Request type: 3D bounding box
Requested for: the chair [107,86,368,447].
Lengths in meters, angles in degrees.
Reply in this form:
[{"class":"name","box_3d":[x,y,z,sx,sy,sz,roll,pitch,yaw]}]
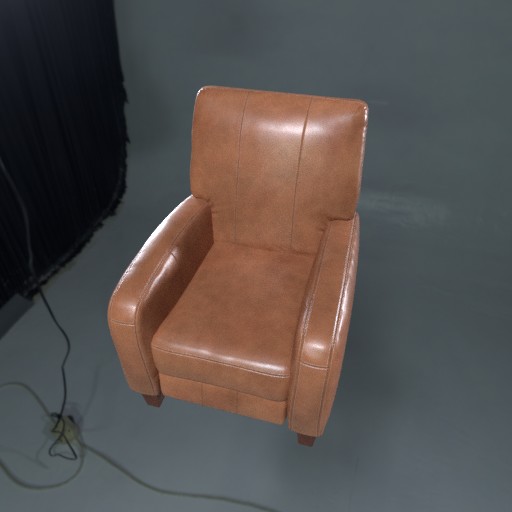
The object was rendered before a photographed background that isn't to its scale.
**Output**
[{"class":"chair","box_3d":[0.000,0.000,1.686,0.762,0.990,0.990,10,41,12]}]
